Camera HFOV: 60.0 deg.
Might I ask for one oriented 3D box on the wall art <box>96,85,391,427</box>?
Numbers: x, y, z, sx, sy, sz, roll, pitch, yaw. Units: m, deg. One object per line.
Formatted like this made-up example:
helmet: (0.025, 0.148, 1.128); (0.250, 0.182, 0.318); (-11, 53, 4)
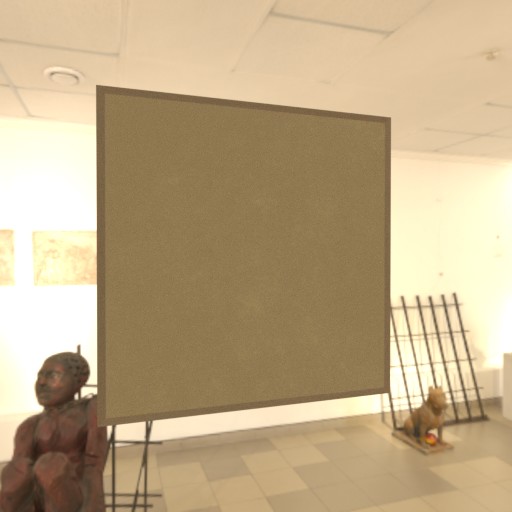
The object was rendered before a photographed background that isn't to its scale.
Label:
wall art: (0.000, 0.000, 0.753); (0.508, 0.506, 0.038); (0, 1, -18)
